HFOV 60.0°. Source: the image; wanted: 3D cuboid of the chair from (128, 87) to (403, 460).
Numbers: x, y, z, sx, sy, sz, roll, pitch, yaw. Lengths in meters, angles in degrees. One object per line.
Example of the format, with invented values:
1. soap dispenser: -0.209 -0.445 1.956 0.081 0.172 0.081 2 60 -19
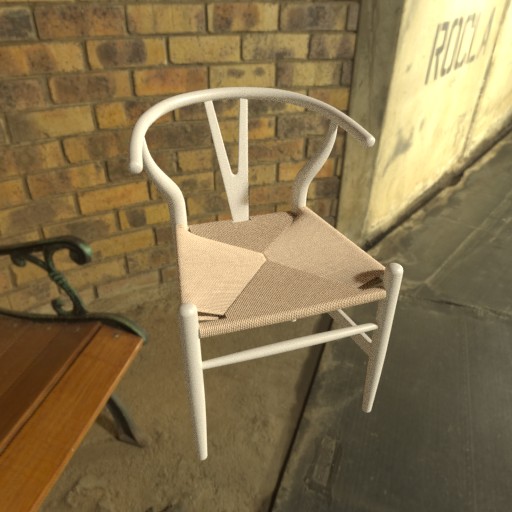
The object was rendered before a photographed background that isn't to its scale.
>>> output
1. chair: 0.000 0.000 1.152 0.569 0.730 0.579 -10 33 -15
